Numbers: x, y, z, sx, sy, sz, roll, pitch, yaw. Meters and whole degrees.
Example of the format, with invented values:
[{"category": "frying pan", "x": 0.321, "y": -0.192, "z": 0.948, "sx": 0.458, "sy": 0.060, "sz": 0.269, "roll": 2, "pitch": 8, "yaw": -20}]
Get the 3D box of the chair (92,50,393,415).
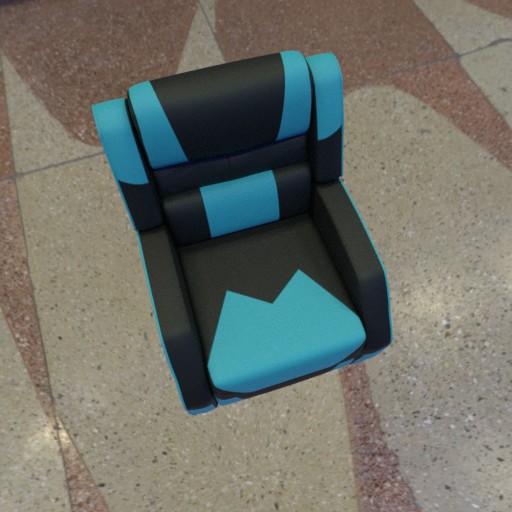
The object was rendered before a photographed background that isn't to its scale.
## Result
[{"category": "chair", "x": 0.000, "y": 0.000, "z": 1.264, "sx": 0.620, "sy": 0.805, "sz": 0.672, "roll": -16, "pitch": 64, "yaw": -8}]
